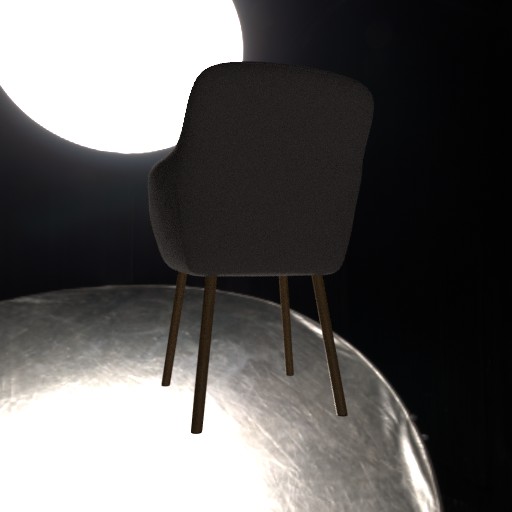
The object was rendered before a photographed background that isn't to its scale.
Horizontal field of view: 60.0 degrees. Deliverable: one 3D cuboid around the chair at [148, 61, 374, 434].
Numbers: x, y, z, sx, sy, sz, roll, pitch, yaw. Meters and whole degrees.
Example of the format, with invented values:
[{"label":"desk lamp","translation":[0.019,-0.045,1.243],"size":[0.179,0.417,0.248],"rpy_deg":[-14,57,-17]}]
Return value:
[{"label":"chair","translation":[0.000,0.000,1.234],"size":[0.570,0.830,0.590],"rpy_deg":[0,-1,-18]}]
